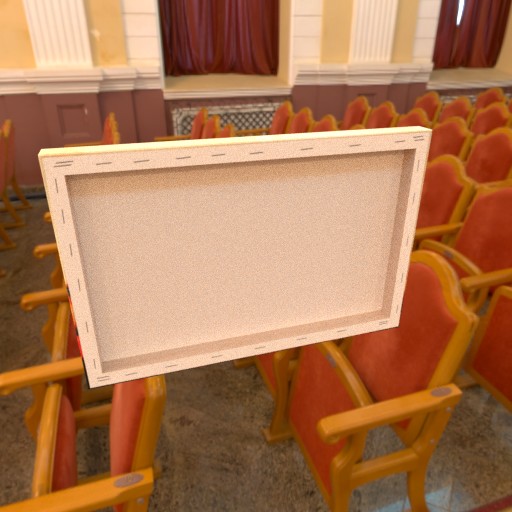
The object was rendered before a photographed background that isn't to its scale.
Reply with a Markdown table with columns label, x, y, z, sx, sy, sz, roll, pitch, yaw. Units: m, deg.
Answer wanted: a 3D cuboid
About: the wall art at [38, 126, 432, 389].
| label | x | y | z | sx | sy | sz | roll | pitch | yaw |
| --- | --- | --- | --- | --- | --- | --- | --- | --- | --- |
| wall art | 0.000 | 0.000 | 0.769 | 0.613 | 0.402 | 0.040 | -8 | 27 | -16 |
